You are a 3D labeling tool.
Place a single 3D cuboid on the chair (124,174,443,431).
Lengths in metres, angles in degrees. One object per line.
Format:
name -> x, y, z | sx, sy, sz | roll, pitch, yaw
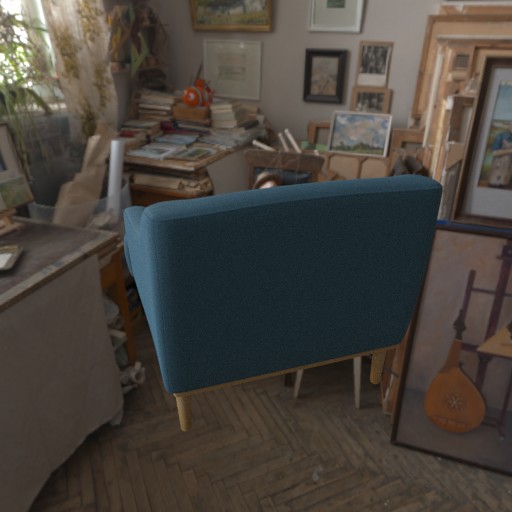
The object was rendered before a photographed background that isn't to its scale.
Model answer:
chair -> 0.000, 0.000, 1.676 | 0.946, 0.818, 0.951 | -8, 28, -16
